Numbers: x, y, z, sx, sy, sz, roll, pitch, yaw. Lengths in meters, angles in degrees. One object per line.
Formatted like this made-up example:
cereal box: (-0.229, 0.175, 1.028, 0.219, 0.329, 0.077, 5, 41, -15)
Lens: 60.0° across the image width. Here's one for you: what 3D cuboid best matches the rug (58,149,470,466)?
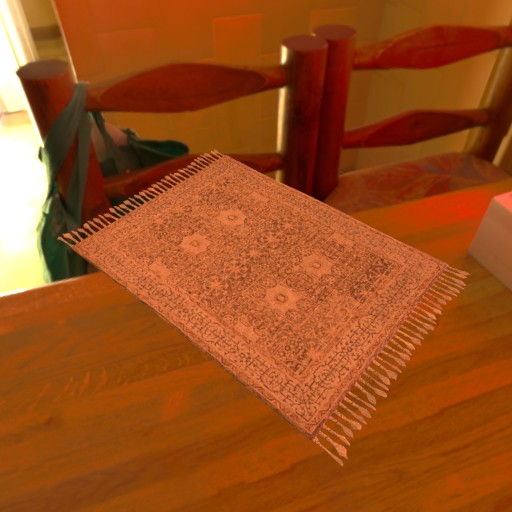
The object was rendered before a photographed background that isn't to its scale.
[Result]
rug: (0.000, 0.000, 3.092, 2.465, 0.023, 1.619, 31, 53, 27)
